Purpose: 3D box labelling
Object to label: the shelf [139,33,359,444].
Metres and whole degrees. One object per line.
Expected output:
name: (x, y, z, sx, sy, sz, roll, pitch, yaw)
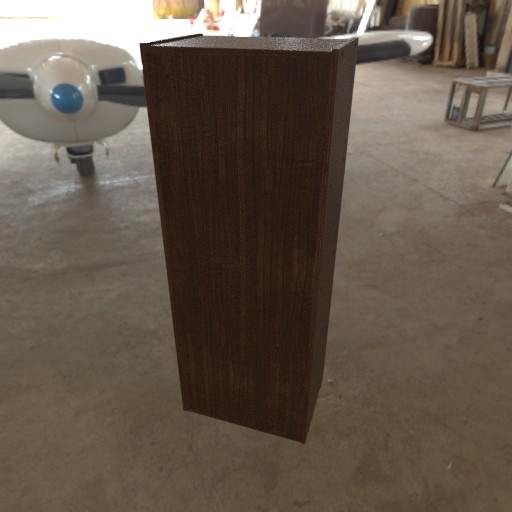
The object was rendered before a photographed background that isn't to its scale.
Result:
shelf: (0.000, 0.000, 1.251, 0.415, 1.099, 0.290, 10, 32, 16)
